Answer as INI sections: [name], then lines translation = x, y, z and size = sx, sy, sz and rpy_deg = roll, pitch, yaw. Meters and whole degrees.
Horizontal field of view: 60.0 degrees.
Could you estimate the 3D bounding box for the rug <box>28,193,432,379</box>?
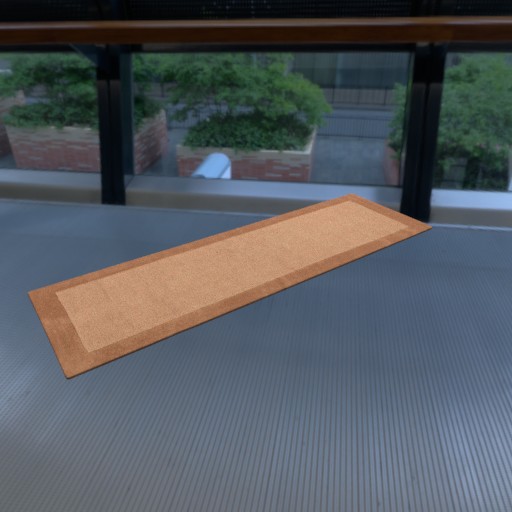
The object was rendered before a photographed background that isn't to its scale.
[rug]
translation = 0.000, 0.000, 2.696
size = 2.439, 0.017, 0.764
rpy_deg = -19, 35, -30
